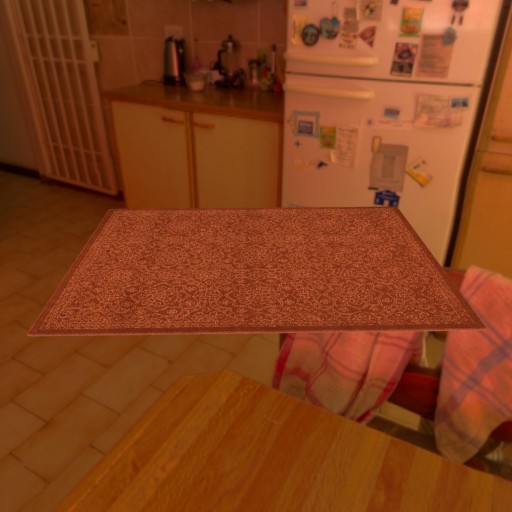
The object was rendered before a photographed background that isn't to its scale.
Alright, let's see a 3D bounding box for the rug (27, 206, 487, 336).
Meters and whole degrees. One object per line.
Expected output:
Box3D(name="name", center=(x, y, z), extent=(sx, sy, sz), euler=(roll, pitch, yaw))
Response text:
Box3D(name="rug", center=(0.000, 0.000, 2.284), extent=(1.829, 0.010, 1.219), euler=(-1, 30, -1))
